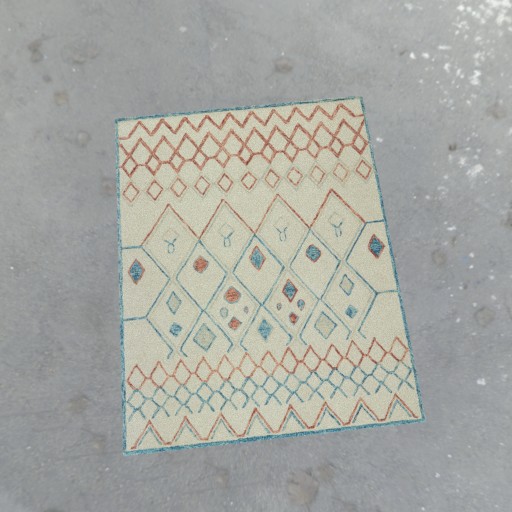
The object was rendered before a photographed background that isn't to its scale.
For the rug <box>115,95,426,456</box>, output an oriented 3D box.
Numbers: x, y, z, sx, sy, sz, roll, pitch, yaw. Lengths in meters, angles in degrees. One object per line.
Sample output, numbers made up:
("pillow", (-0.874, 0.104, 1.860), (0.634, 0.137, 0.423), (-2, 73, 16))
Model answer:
("rug", (0.000, 0.000, 3.949), (2.441, 0.016, 3.050), (-6, 75, -2))
